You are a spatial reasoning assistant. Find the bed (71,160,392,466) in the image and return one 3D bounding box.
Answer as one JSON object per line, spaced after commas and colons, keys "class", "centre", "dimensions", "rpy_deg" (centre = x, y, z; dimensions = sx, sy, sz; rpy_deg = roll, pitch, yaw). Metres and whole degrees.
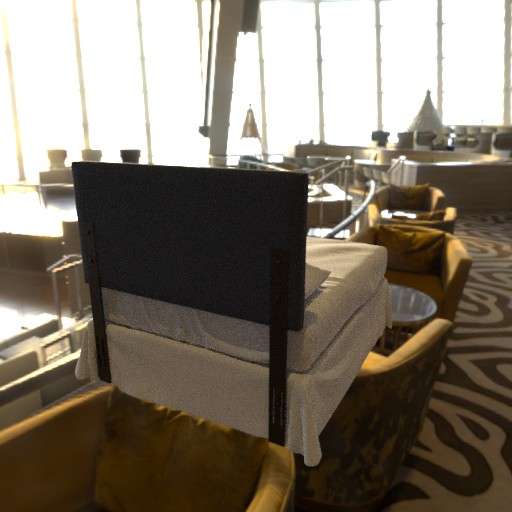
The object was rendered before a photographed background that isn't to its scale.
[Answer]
{"class": "bed", "centre": [0.000, 0.000, 3.555], "dimensions": [1.936, 1.577, 2.222], "rpy_deg": [9, 18, 27]}
